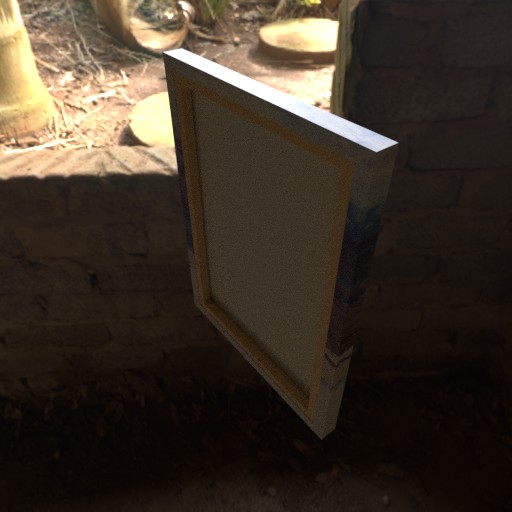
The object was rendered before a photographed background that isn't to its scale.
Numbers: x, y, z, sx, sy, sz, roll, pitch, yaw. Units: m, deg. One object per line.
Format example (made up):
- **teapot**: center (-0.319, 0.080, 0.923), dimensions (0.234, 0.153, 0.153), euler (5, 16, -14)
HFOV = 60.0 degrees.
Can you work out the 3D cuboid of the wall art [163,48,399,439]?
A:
- **wall art**: center (0.000, 0.000, 0.772), dimensions (0.036, 0.581, 0.437), euler (-27, 47, -28)
